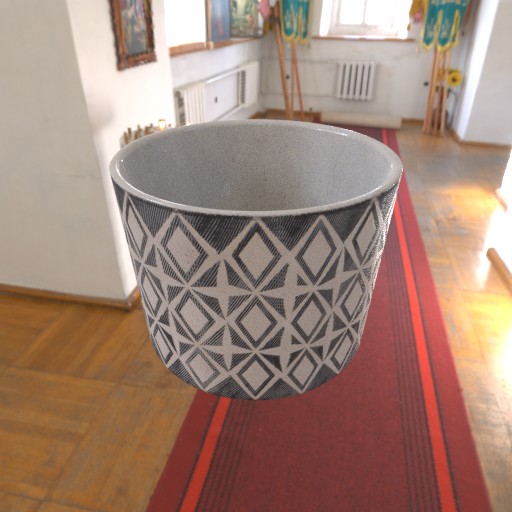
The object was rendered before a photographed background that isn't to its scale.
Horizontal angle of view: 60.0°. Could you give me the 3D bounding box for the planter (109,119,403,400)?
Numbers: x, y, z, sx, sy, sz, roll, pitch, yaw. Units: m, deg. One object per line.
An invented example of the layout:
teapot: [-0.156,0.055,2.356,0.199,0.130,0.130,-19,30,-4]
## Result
planter: [0.000,0.000,0.464,0.260,0.220,0.260,0,31,0]
